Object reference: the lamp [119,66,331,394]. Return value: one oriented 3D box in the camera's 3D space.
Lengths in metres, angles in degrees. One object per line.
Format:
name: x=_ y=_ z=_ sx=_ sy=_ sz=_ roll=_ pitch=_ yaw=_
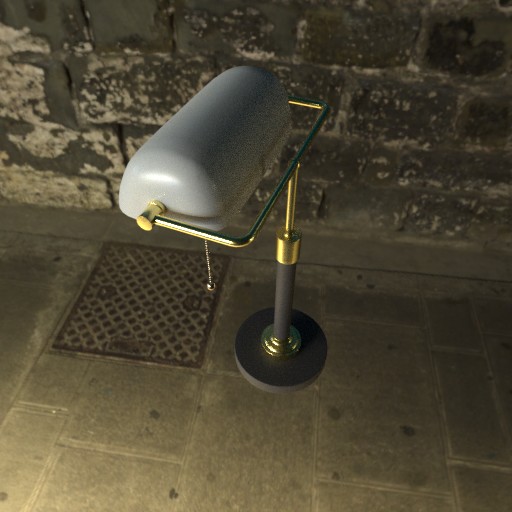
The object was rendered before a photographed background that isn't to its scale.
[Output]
lamp: x=0.000 y=0.000 z=0.565 sx=0.227 sy=0.404 sz=0.269 roll=17 pitch=49 yaw=15
